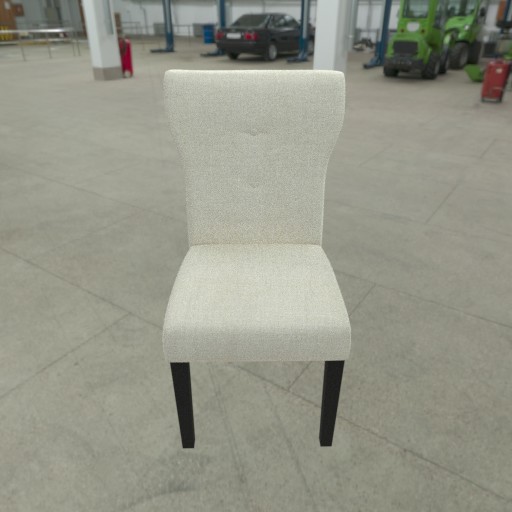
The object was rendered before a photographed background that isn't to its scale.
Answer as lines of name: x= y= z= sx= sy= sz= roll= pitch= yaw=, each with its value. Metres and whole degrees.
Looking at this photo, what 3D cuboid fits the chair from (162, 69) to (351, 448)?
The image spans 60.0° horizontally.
chair: x=0.000 y=0.000 z=1.253 sx=0.509 sy=0.921 sz=0.597 roll=0 pitch=29 yaw=-1
